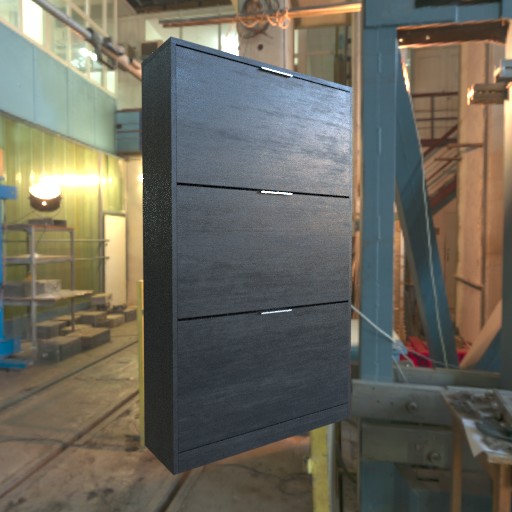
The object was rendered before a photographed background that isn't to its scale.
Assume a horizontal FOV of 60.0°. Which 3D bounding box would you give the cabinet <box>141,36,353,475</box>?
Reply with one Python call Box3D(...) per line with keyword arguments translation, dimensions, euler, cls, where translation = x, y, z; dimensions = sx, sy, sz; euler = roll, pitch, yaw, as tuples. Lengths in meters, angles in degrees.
Box3D(translation=(0.000, 0.000, 1.596), dimensions=(0.750, 1.280, 0.250), euler=(-1, 2, -35), cls="cabinet")
